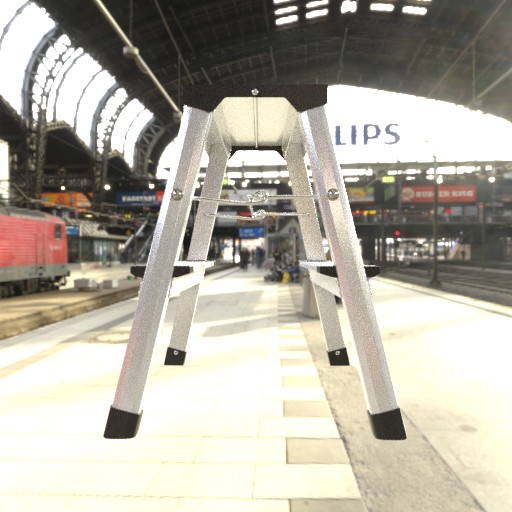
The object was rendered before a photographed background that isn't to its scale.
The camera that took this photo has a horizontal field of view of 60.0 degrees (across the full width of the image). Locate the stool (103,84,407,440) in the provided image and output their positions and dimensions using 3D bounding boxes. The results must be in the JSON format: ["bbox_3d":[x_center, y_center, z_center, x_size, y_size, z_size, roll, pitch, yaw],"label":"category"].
[{"bbox_3d":[0.000,0.000,0.782,0.405,0.480,0.404,0,1,1],"label":"stool"}]
